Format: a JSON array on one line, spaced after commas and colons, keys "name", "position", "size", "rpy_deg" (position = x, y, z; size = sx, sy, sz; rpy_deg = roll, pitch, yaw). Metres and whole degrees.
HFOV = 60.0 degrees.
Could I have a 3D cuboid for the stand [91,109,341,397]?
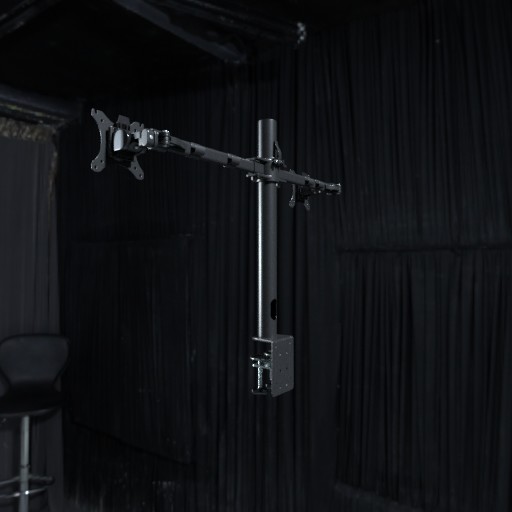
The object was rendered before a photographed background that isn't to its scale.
[{"name": "stand", "position": [0.000, 0.000, 1.012], "size": [0.150, 0.603, 0.743], "rpy_deg": [-1, -1, 37]}]
